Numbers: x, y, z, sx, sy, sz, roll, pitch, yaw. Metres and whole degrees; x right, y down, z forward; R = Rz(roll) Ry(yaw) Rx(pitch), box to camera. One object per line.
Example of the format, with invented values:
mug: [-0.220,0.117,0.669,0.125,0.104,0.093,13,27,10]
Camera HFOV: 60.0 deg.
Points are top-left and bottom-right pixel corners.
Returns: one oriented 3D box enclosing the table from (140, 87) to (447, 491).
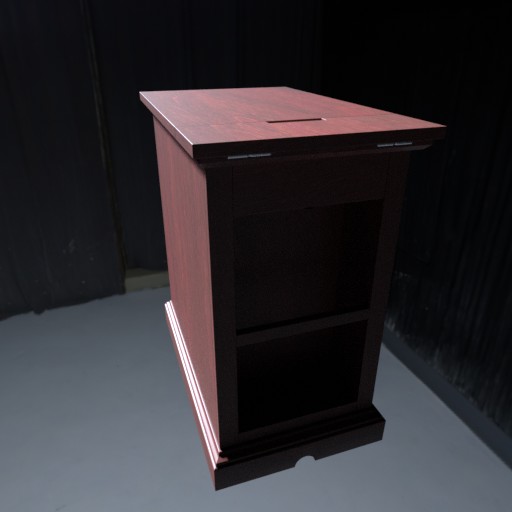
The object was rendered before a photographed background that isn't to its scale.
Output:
table: [0.000,0.000,0.941,0.356,0.612,0.584,-9,27,-17]
